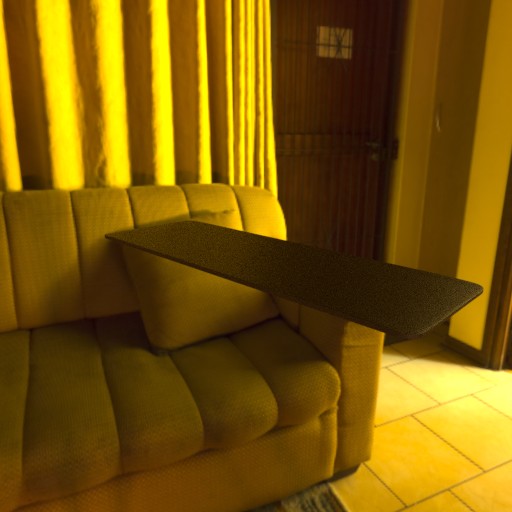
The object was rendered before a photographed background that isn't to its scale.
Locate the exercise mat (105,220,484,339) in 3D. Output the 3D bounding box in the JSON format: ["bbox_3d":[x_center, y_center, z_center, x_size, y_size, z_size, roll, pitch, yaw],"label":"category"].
[{"bbox_3d":[0.000,0.000,2.091,1.869,0.021,0.616,15,22,43],"label":"exercise mat"}]
